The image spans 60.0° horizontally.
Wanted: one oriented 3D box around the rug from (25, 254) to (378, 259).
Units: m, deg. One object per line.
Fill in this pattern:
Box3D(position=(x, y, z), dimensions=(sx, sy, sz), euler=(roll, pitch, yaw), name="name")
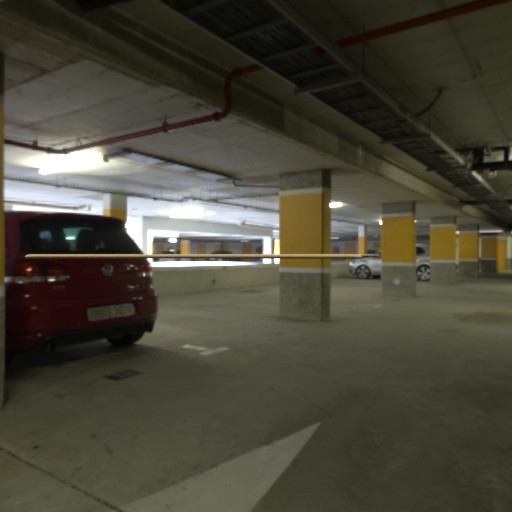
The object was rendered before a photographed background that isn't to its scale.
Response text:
Box3D(position=(0.000, 0.000, 2.070), dimensions=(1.062, 0.013, 1.667), euler=(0, 0, 17), name="rug")
